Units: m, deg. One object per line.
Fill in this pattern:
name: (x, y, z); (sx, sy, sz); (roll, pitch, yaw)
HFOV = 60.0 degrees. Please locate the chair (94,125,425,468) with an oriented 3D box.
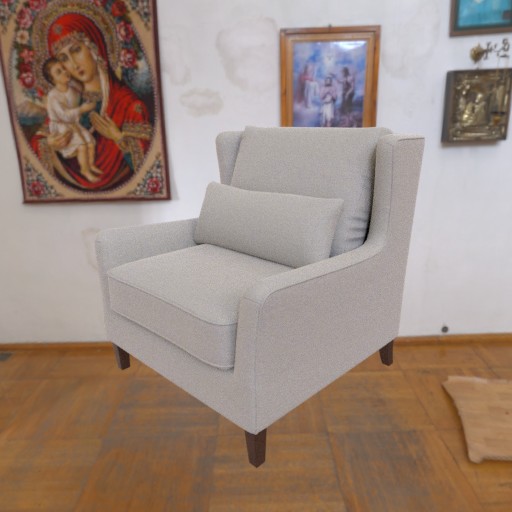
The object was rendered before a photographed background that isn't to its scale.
chair: (0.000, 0.000, 1.882); (0.982, 1.056, 1.040); (16, 23, 42)
